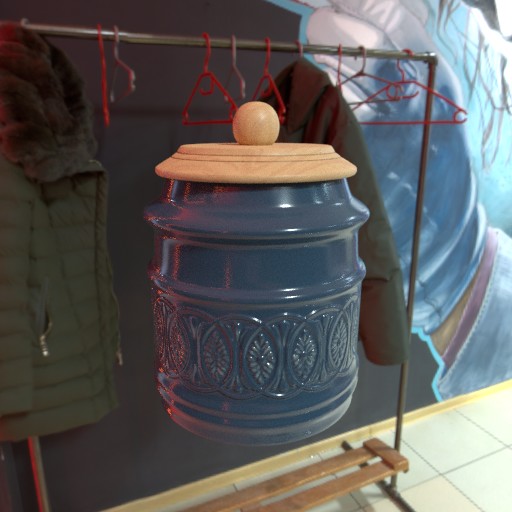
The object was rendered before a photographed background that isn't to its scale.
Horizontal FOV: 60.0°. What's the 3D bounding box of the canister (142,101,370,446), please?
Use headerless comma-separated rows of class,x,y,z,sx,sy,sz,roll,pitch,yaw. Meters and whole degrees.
canister,0.000,0.000,0.268,0.130,0.176,0.130,0,16,0
